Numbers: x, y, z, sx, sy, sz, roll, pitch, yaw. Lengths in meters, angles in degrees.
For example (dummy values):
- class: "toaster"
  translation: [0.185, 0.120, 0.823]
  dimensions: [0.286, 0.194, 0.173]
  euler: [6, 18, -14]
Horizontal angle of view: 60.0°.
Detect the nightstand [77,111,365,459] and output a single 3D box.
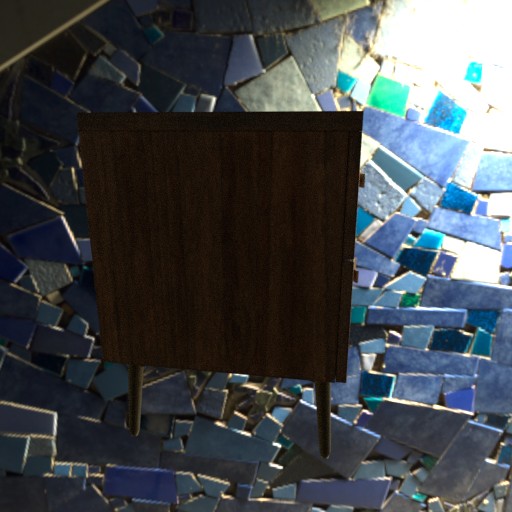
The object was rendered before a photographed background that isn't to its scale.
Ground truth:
- class: "nightstand"
  translation: [0.000, 0.000, 1.019]
  dimensions: [0.458, 0.610, 0.610]
  euler: [3, 16, 9]
